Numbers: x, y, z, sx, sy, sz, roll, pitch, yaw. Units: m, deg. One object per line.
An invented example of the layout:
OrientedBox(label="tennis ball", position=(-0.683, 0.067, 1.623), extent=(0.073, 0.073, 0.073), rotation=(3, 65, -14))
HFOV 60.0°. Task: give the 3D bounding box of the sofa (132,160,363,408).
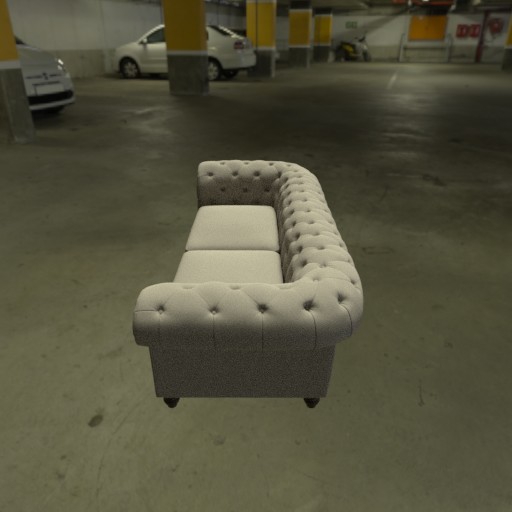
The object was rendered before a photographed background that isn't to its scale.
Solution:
OrientedBox(label="sofa", position=(0.000, 0.000, 2.912), extent=(0.991, 0.749, 2.411), rotation=(0, 26, 0))
